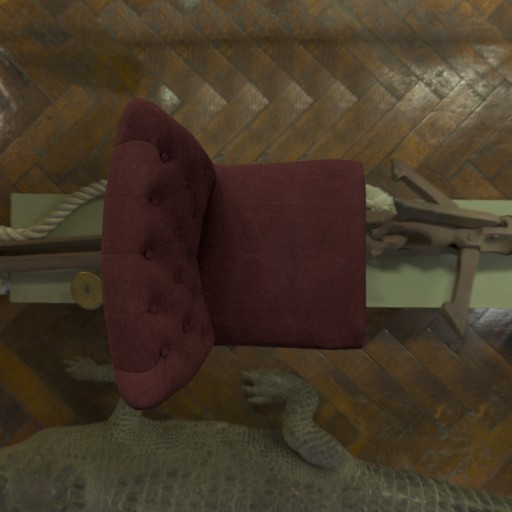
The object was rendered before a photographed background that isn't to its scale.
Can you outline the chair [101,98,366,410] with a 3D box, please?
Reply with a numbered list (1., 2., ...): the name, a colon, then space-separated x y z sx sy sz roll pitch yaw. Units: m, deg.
1. chair: 0.000 0.000 1.184 0.605 0.750 0.582 0 89 -1
